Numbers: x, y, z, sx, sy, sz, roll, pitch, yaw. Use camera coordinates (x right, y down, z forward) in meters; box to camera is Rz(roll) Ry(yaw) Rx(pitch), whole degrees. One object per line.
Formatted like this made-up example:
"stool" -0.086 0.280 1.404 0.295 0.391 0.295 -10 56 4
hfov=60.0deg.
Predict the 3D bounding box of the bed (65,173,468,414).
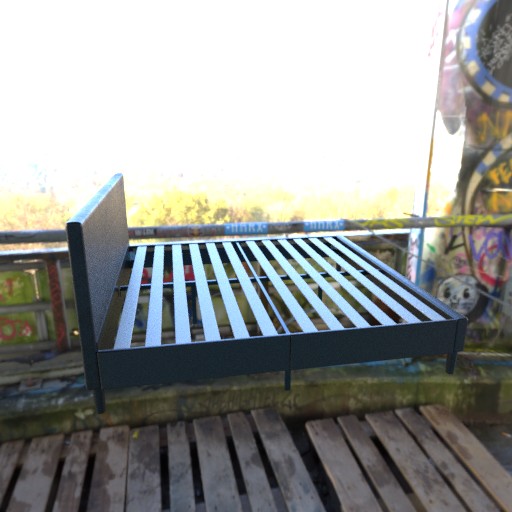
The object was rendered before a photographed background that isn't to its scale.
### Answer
"bed" 0.000 0.000 3.300 2.152 1.046 2.018 -3 17 -10
